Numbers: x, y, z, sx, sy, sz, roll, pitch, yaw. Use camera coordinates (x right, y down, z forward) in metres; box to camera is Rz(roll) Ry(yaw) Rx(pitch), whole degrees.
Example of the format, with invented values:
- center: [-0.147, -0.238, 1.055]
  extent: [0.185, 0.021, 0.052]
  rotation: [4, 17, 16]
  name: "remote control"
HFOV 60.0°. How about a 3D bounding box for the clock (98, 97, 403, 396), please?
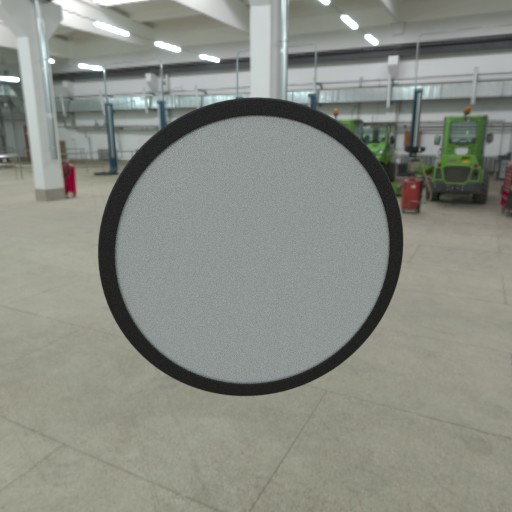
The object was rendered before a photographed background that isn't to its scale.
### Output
- center: [0.000, 0.000, 0.437]
  extent: [0.293, 0.293, 0.040]
  rotation: [-2, 15, -8]
  name: "clock"
